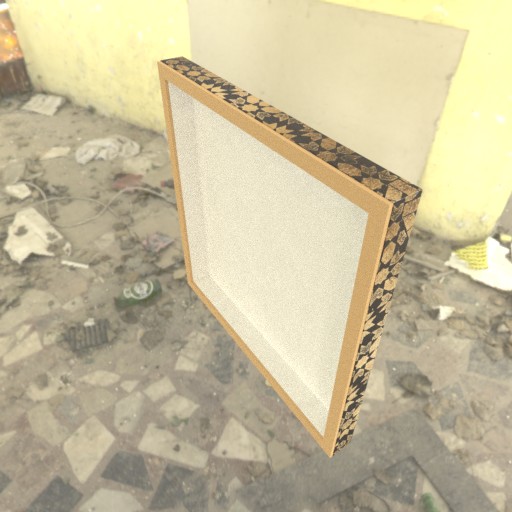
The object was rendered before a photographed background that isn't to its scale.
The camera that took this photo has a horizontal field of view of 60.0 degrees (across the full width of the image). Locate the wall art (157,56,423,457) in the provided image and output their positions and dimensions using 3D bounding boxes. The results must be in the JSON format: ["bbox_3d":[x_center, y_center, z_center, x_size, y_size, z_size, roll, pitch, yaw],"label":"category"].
[{"bbox_3d":[0.000,0.000,0.594,0.038,0.405,0.405,-24,46,-25],"label":"wall art"}]
